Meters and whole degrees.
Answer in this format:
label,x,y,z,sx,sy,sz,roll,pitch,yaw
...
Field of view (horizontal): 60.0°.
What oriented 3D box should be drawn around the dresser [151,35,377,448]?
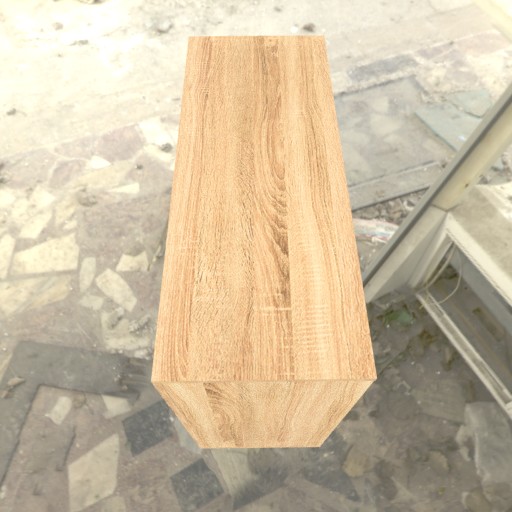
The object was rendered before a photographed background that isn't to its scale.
label,x,y,z,sx,sy,sz,roll,pitch,yaw
dresser,0.000,0.000,1.517,0.450,0.900,1.100,-1,59,0
